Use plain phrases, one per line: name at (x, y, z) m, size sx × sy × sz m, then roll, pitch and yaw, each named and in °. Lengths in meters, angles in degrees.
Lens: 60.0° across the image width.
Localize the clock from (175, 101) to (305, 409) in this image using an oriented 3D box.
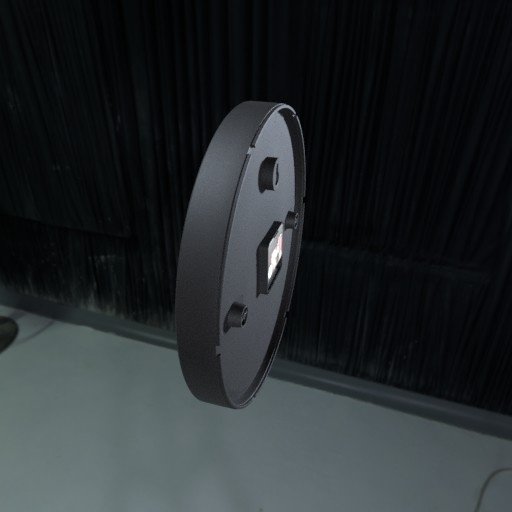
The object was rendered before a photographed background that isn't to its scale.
clock at (0.000, 0.000, 0.446) m, size 0.040 × 0.293 × 0.293 m, roll 9°, pitch 32°, yaw 15°
